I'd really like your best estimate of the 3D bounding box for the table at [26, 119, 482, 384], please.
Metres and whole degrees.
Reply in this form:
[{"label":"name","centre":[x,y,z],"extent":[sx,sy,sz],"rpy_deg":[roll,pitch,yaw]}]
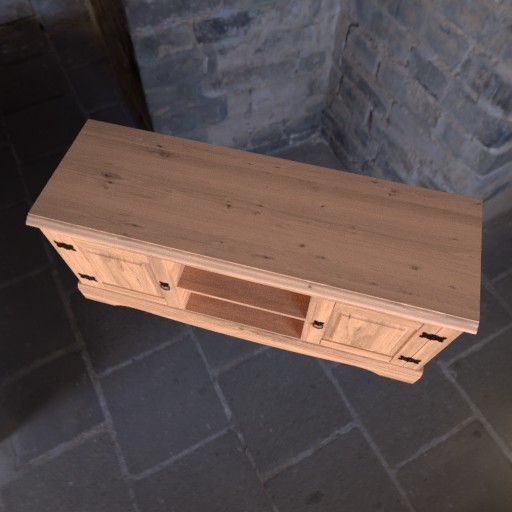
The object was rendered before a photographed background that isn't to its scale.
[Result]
[{"label":"table","centre":[0.000,0.000,1.441],"extent":[1.200,0.510,0.400],"rpy_deg":[13,61,7]}]
